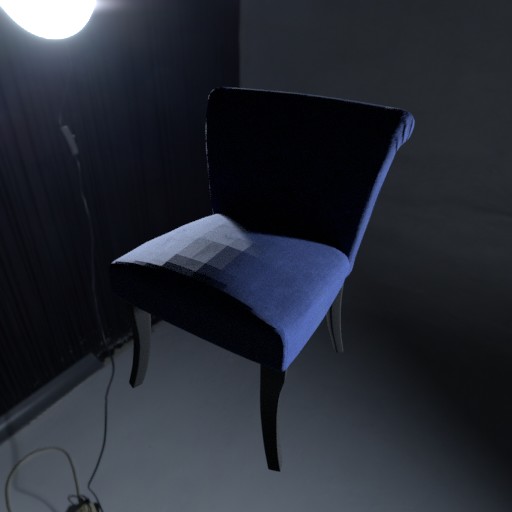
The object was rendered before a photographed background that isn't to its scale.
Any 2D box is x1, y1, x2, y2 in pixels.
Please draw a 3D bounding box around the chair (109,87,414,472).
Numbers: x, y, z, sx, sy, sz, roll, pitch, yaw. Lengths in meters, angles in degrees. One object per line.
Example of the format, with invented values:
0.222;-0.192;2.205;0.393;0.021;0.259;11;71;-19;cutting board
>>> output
0.000;0.000;1.197;0.585;0.753;0.606;19;35;28;chair
